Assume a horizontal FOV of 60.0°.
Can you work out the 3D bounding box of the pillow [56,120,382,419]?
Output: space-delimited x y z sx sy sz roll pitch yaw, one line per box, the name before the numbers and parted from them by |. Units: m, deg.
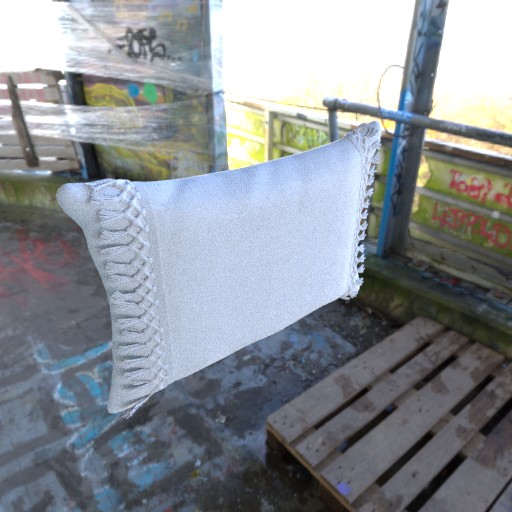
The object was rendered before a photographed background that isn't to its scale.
pillow | 0.000 0.000 0.603 0.466 0.305 0.084 -20 35 -32
